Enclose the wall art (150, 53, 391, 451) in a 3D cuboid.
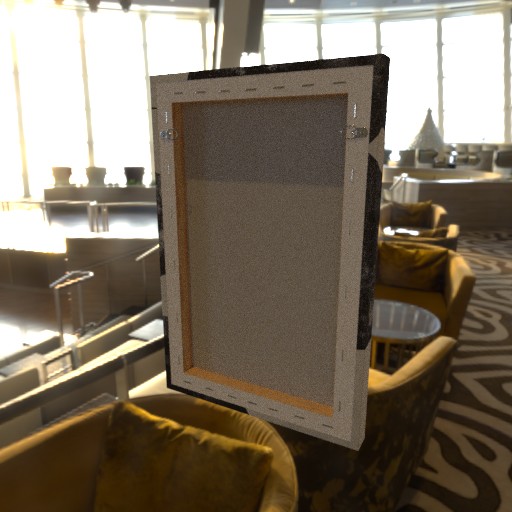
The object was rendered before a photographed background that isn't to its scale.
[{"bbox_3d":[0.000,0.000,0.770,0.407,0.610,0.039,8,16,28],"label":"wall art"}]
